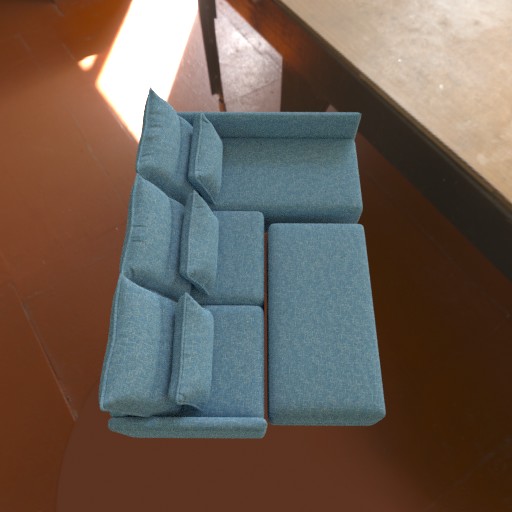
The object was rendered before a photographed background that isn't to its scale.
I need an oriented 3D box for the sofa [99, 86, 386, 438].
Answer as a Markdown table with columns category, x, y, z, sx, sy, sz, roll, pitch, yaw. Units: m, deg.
| category | x | y | z | sx | sy | sz | roll | pitch | yaw |
| --- | --- | --- | --- | --- | --- | --- | --- | --- | --- |
| sofa | 0.000 | 0.000 | 2.719 | 1.420 | 0.899 | 2.034 | 0 | 64 | 0 |
